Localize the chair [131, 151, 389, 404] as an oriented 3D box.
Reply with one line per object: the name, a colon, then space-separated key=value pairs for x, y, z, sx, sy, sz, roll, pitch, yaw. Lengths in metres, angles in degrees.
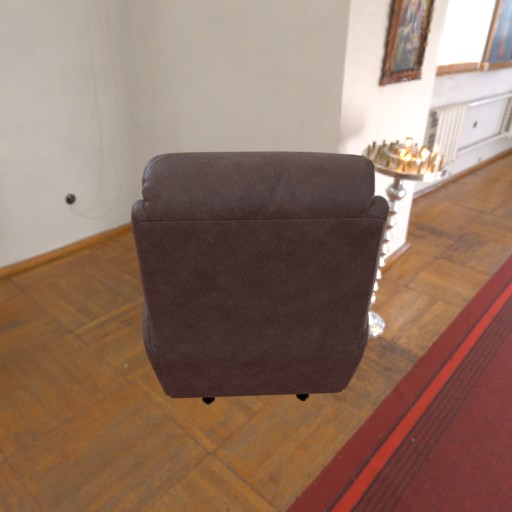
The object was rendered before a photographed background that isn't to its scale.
chair: x=0.000 y=0.000 z=1.784 sx=0.865 sy=1.067 sz=1.067 roll=-1 pitch=29 yaw=-2
